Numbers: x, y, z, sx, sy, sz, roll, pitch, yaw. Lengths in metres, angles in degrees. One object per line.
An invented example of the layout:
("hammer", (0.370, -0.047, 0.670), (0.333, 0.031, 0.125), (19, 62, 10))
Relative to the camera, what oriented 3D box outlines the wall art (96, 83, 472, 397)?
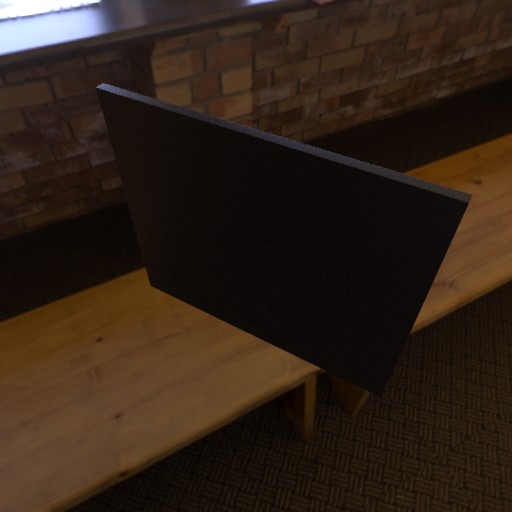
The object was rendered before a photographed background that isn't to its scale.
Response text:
("wall art", (0.000, 0.000, 0.528), (0.383, 0.332, 0.012), (23, 51, 20))
